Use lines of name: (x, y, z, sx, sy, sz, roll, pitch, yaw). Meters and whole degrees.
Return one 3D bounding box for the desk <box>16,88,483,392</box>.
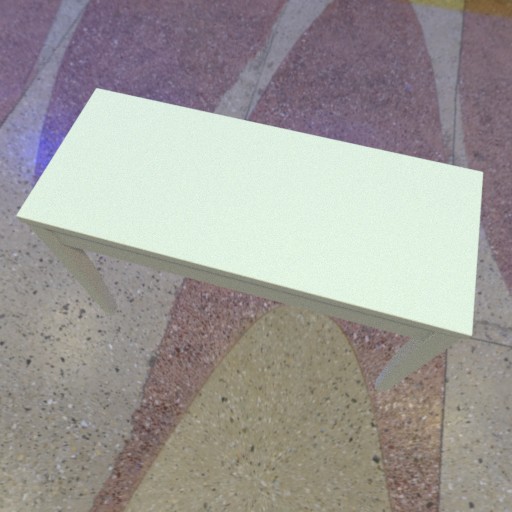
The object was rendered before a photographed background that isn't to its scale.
desk: (0.000, 0.000, 1.587, 1.220, 0.775, 0.508, 14, 64, 7)
